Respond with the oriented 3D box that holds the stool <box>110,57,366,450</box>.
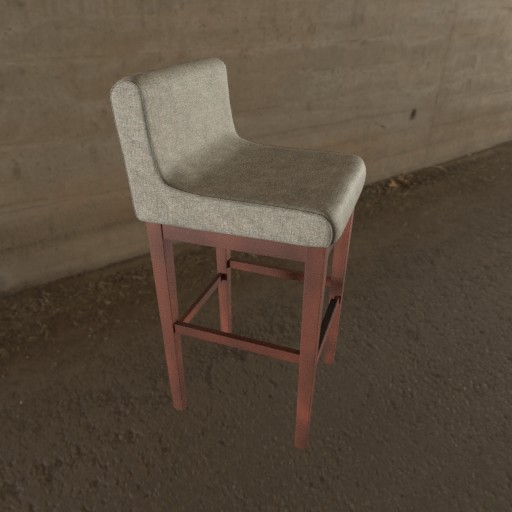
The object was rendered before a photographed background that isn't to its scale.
[{"bbox_3d":[0.000,0.000,1.226,0.499,0.965,0.426,11,32,18],"label":"stool"}]
